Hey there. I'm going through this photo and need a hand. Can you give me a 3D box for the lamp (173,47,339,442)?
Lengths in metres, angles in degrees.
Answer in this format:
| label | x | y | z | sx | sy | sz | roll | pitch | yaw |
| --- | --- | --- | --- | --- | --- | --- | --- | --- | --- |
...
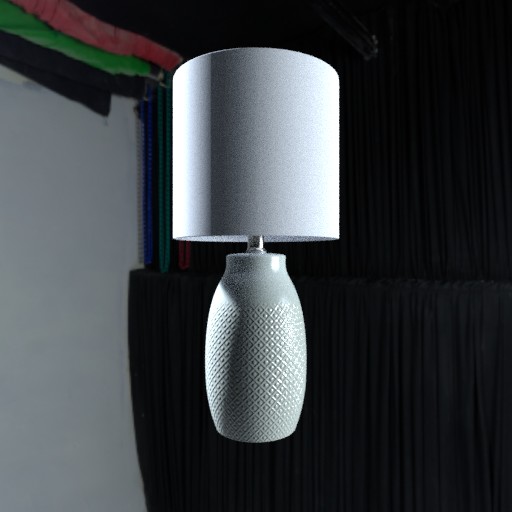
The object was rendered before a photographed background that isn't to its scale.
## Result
| label | x | y | z | sx | sy | sz | roll | pitch | yaw |
| --- | --- | --- | --- | --- | --- | --- | --- | --- | --- |
| lamp | 0.000 | 0.000 | 0.589 | 0.217 | 0.453 | 0.217 | 0 | 0 | 37 |
